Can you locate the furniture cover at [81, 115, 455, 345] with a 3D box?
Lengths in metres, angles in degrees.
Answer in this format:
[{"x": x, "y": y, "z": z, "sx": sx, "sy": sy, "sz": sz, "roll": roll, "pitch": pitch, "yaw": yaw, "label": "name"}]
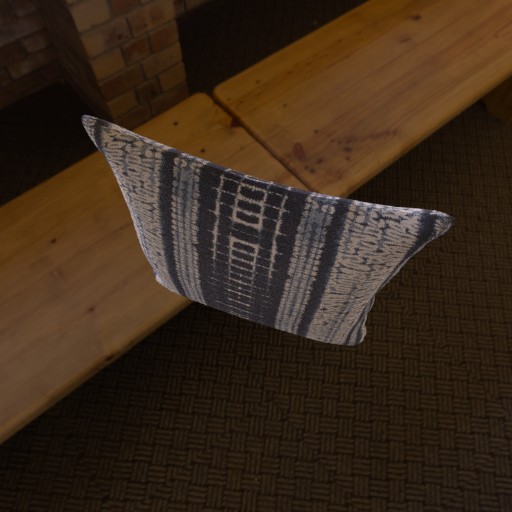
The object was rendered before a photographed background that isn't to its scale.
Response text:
[{"x": 0.000, "y": 0.000, "z": 0.668, "sx": 0.425, "sy": 0.435, "sz": 0.133, "roll": 17, "pitch": 64, "yaw": 8, "label": "furniture cover"}]
